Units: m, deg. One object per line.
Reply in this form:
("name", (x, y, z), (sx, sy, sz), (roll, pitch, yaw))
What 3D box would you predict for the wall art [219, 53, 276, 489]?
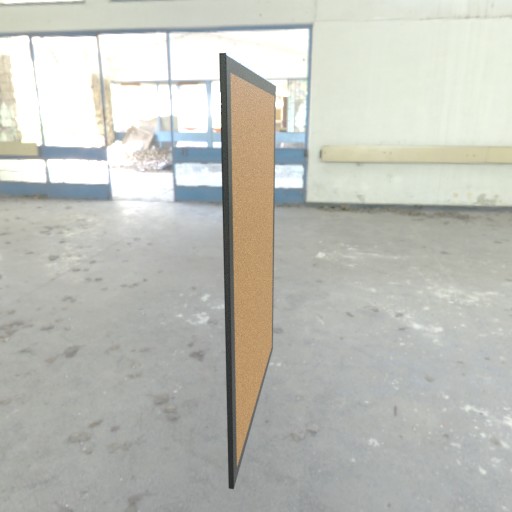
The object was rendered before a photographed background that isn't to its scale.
("wall art", (0.000, 0.000, 1.268), (0.013, 0.967, 0.707), (3, 17, 9))
